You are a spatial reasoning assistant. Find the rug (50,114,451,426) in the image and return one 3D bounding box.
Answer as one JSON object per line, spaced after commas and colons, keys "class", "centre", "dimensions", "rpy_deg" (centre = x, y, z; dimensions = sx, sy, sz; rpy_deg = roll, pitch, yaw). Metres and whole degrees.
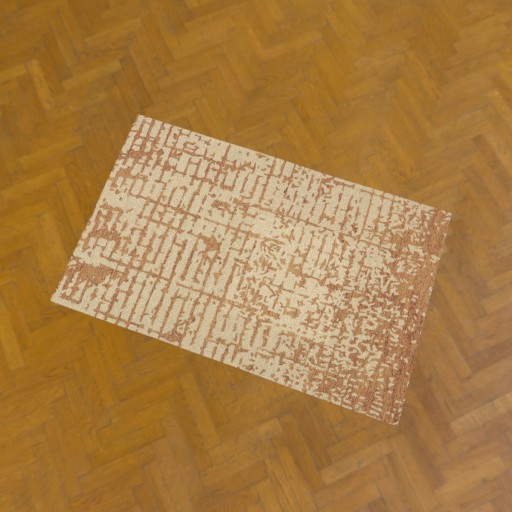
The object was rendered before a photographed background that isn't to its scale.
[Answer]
{"class": "rug", "centre": [0.000, 0.000, 3.092], "dimensions": [2.435, 0.011, 1.517], "rpy_deg": [19, 76, 5]}
